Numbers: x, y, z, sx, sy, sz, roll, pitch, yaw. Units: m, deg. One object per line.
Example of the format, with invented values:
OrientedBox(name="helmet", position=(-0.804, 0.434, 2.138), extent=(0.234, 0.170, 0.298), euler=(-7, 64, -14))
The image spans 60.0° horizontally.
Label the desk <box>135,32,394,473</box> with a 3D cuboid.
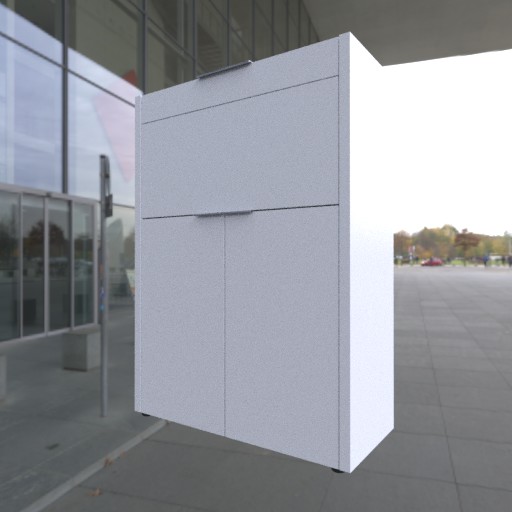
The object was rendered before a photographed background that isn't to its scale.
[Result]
OrientedBox(name="desk", position=(0.000, 0.000, 1.564), extent=(0.850, 1.190, 0.390), euler=(0, 0, 34))
